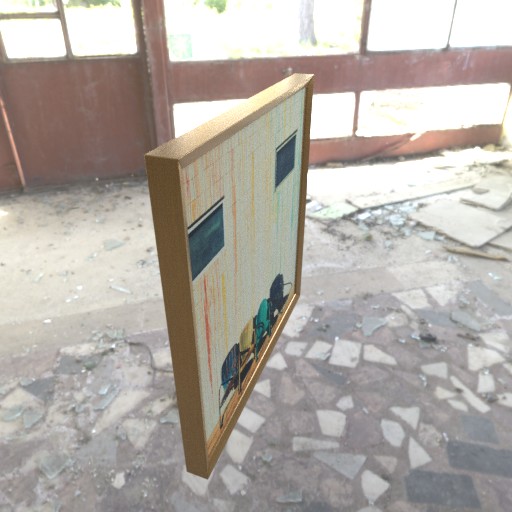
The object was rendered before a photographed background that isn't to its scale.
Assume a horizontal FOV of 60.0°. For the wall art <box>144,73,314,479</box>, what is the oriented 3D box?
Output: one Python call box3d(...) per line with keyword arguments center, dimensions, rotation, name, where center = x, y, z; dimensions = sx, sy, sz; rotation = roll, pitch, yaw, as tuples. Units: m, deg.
box3d(center=(0.000, 0.000, 0.752), dimensions=(0.037, 0.505, 0.505), rotation=(11, 33, 18), name="wall art")
